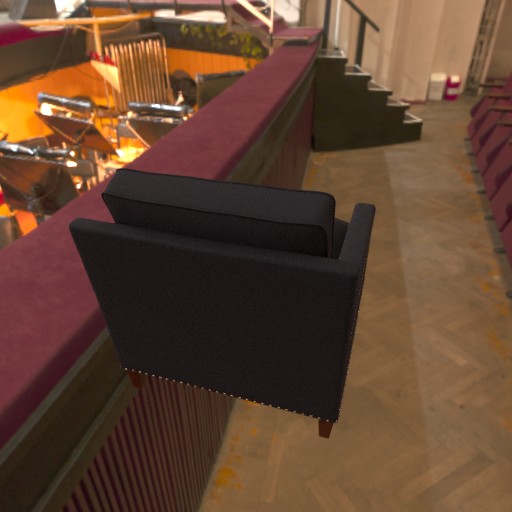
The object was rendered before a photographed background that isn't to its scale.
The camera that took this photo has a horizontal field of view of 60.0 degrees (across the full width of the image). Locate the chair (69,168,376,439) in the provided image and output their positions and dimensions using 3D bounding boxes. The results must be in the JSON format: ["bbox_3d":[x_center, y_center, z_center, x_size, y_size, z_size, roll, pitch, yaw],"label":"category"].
[{"bbox_3d":[0.000,0.000,1.768,0.853,0.943,1.014,10,34,15],"label":"chair"}]
